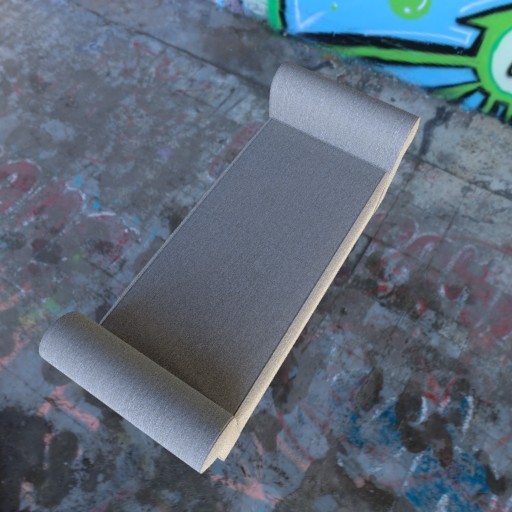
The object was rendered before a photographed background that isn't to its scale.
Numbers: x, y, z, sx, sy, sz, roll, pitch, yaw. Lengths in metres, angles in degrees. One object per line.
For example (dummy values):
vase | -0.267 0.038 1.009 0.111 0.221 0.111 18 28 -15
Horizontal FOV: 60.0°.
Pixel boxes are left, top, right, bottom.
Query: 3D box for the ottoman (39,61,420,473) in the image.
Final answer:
ottoman | 0.000 0.000 1.495 0.521 0.547 1.256 29 66 14
